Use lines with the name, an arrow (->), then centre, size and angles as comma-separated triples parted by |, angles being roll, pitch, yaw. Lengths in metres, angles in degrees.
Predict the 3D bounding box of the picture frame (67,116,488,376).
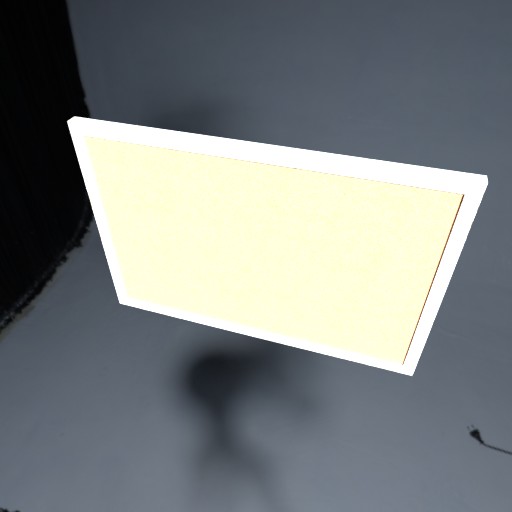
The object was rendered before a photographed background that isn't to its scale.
picture frame -> 0.000, 0.000, 1.186 | 0.950, 0.640, 0.029 | 12, 42, 13
